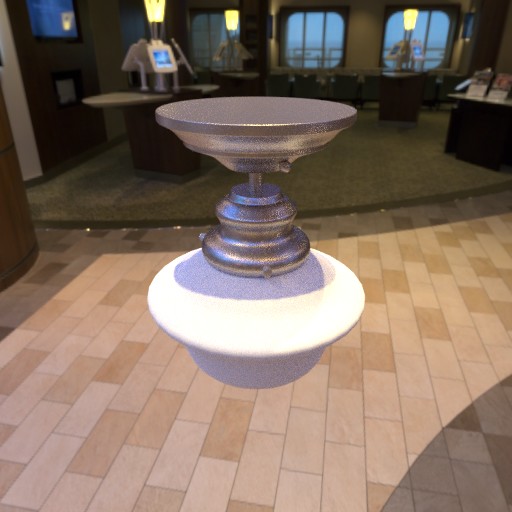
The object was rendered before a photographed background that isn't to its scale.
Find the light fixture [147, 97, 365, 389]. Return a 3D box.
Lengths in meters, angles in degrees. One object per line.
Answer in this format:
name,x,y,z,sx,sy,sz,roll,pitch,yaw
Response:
light fixture,0.000,0.000,0.397,0.199,0.254,0.199,0,26,0
